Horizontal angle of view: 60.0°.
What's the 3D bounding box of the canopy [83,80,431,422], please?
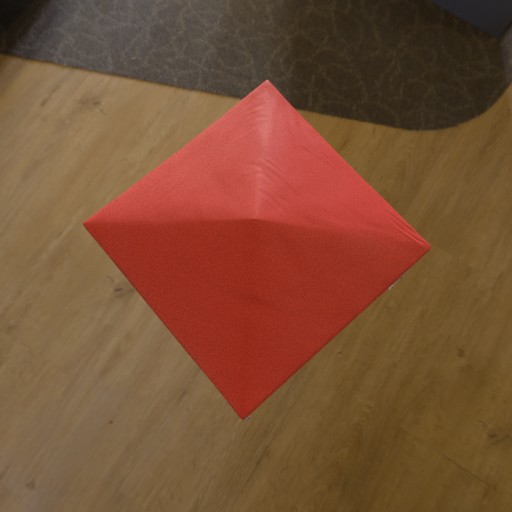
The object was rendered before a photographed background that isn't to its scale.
[{"bbox_3d":[0.000,0.000,6.413,3.599,3.600,3.600,-40,81,-8],"label":"canopy"}]
